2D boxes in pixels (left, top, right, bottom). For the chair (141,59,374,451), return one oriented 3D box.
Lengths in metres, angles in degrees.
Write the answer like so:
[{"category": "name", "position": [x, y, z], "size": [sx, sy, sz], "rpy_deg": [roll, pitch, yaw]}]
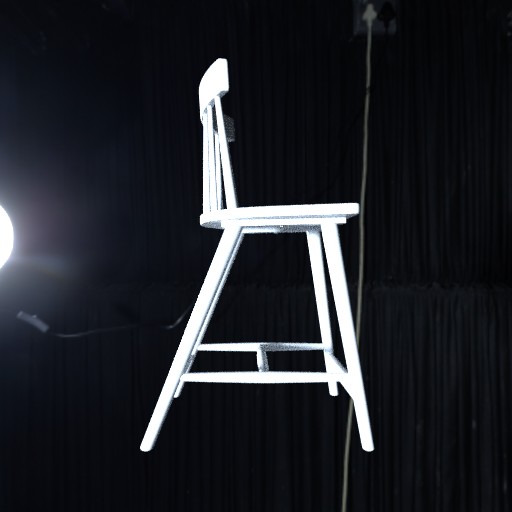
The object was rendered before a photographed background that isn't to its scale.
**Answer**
[{"category": "chair", "position": [0.000, 0.000, 1.301], "size": [0.572, 0.952, 0.483], "rpy_deg": [0, 0, -1]}]
